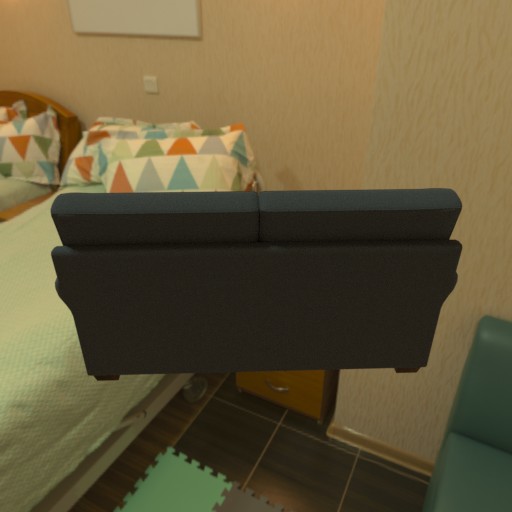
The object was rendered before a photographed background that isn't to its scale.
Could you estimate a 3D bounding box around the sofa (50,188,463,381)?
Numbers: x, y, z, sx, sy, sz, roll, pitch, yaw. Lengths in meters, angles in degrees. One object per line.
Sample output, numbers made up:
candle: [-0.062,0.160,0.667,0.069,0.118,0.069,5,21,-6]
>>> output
sofa: [0.000,0.000,2.509,1.930,1.020,0.940,-1,29,-2]
